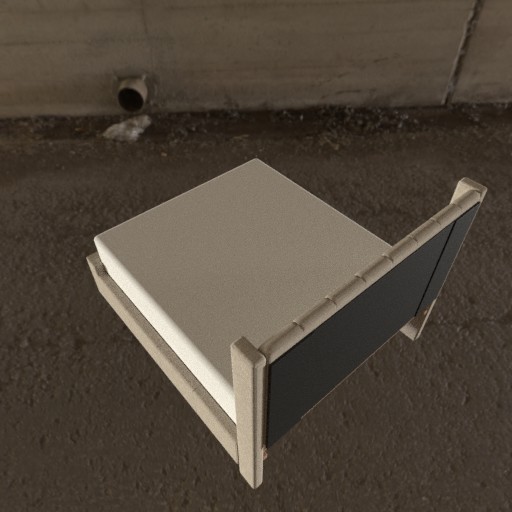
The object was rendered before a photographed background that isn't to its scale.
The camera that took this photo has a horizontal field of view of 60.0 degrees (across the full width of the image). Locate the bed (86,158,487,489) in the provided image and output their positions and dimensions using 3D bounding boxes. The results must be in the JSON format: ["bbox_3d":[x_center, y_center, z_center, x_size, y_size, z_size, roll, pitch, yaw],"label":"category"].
[{"bbox_3d":[0.000,0.000,3.685,2.045,1.743,2.370,-32,54,-27],"label":"bed"}]
